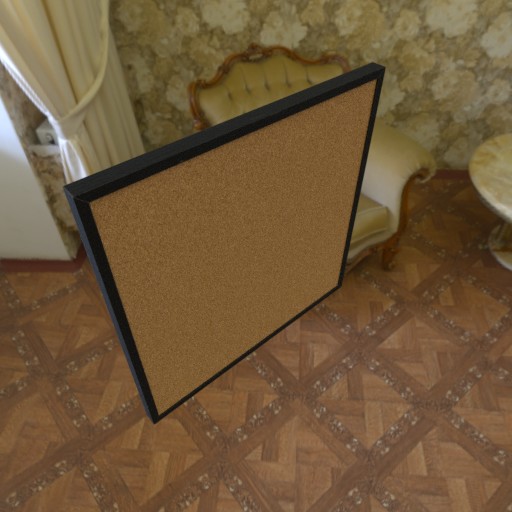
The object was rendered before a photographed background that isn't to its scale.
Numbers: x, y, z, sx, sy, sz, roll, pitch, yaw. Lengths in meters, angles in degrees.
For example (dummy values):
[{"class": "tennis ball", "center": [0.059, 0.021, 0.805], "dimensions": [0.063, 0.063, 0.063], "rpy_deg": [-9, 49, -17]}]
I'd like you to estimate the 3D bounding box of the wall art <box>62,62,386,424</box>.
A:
[{"class": "wall art", "center": [0.000, 0.000, 1.119], "dimensions": [0.761, 0.761, 0.037], "rpy_deg": [-31, 52, -28]}]
